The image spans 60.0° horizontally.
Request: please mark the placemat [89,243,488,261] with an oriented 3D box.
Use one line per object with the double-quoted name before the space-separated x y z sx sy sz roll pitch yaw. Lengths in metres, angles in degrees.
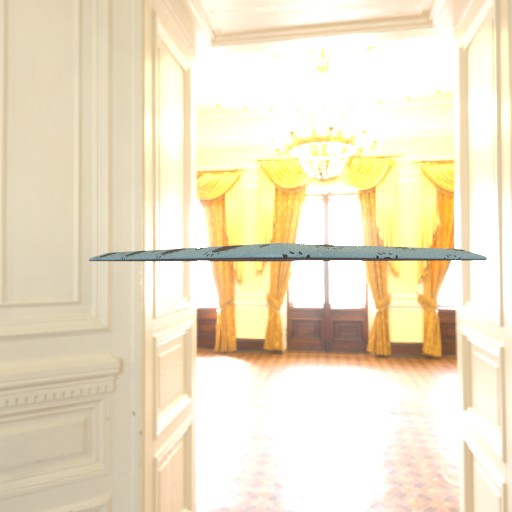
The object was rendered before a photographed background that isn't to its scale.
"placemat" 0.000 0.000 0.952 0.508 0.021 0.762 1 -1 -36
